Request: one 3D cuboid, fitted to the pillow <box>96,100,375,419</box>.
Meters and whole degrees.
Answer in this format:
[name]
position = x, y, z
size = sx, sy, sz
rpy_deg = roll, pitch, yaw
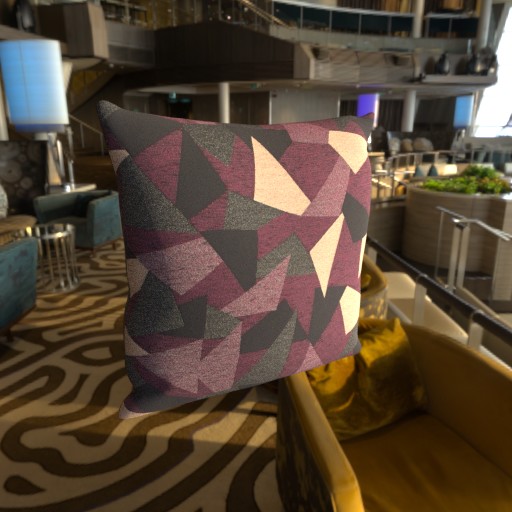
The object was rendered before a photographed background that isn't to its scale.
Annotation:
[pillow]
position = 0.000, 0.000, 0.765
size = 0.503, 0.496, 0.208
rpy_deg = -8, 18, -26
